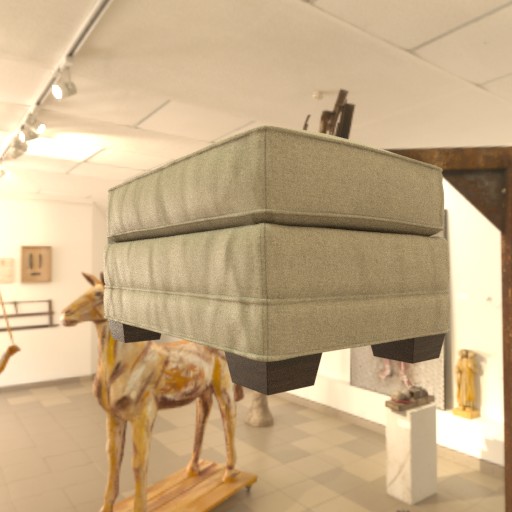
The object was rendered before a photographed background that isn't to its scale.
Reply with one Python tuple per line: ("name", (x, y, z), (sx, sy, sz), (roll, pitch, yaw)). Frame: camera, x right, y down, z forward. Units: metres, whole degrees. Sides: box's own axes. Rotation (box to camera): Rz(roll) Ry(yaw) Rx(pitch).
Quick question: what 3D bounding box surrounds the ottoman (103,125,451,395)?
("ottoman", (0.000, 0.000, 1.243), (0.611, 0.508, 0.848), (1, -2, -37))
